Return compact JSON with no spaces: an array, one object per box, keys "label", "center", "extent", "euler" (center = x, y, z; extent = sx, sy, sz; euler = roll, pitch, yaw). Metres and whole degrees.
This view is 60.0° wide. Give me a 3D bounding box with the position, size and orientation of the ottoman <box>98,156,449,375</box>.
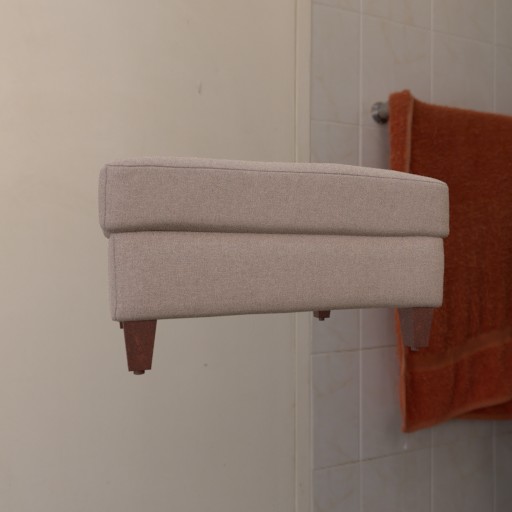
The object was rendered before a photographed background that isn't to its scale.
[{"label":"ottoman","center":[0.000,0.000,1.357],"extent":[0.902,0.511,0.692],"euler":[0,0,-19]}]
